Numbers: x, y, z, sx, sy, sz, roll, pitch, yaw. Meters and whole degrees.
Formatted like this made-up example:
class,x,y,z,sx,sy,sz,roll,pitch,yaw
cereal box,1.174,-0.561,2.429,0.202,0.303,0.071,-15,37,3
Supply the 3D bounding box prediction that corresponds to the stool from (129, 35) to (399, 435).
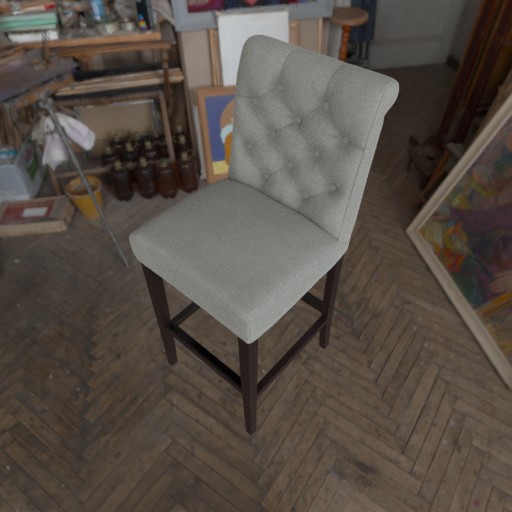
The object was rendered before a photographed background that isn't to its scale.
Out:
class,x,y,z,sx,sy,sz,roll,pitch,yaw
stool,0.000,0.000,1.447,0.493,1.140,0.601,33,55,27
